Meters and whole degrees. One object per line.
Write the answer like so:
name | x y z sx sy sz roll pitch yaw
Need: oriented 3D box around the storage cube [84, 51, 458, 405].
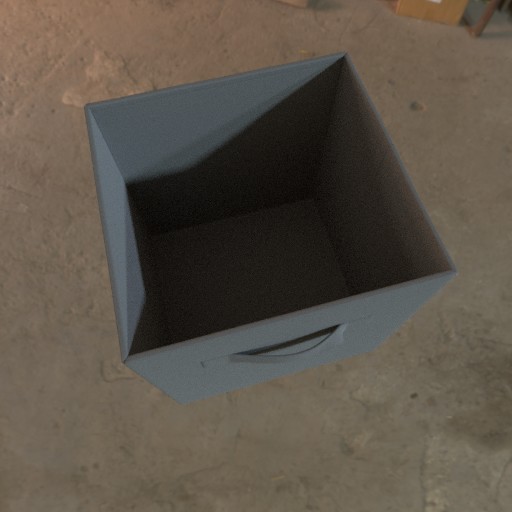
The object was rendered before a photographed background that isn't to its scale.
storage cube | 0.000 0.000 0.505 0.270 0.280 0.270 -14 66 -6
